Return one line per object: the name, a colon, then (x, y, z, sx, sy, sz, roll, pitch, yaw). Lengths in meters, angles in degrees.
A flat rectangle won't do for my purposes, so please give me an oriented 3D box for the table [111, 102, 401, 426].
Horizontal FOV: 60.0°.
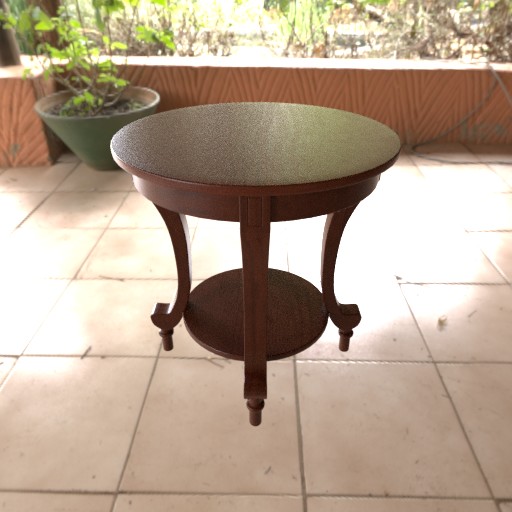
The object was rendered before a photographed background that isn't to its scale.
table: (0.000, 0.000, 1.100, 0.597, 0.612, 0.597, 0, 31, 0)
